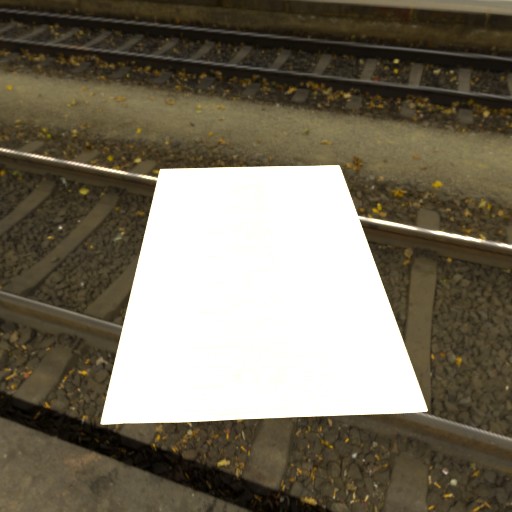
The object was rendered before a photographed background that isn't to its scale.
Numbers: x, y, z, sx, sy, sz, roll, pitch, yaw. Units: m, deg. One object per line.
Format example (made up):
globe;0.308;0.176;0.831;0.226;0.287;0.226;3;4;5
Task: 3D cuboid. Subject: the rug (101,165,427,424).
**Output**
rug;0.000;0.000;2.356;1.234;0.006;1.850;-2;41;-2
